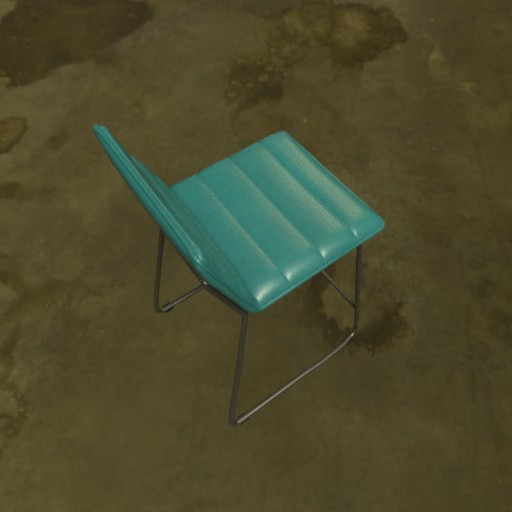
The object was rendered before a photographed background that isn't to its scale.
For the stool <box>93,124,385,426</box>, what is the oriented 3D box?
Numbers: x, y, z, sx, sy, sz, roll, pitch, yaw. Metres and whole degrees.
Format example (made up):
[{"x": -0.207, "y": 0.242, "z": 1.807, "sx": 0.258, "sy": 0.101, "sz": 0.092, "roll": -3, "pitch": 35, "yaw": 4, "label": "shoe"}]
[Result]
[{"x": 0.000, "y": 0.000, "z": 1.173, "sx": 0.524, "sy": 0.866, "sz": 0.489, "roll": -31, "pitch": 62, "yaw": -19, "label": "stool"}]
